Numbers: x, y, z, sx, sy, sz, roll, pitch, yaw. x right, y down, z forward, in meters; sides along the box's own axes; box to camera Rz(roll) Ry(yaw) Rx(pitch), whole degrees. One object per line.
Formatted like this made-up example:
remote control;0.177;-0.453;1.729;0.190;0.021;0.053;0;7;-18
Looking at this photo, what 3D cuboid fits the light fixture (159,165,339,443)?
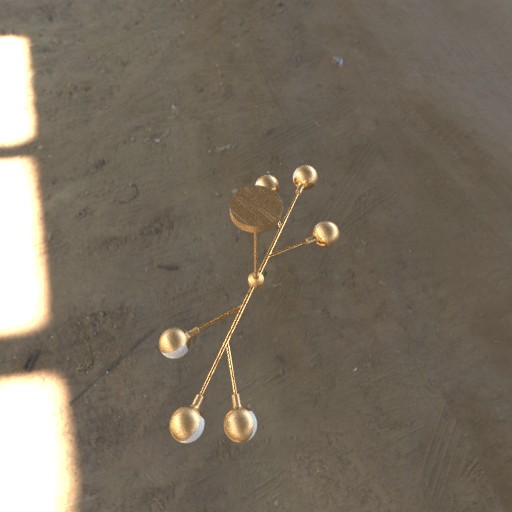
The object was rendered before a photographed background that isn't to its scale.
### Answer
light fixture;0.000;0.000;0.999;0.434;0.362;0.778;34;64;20
